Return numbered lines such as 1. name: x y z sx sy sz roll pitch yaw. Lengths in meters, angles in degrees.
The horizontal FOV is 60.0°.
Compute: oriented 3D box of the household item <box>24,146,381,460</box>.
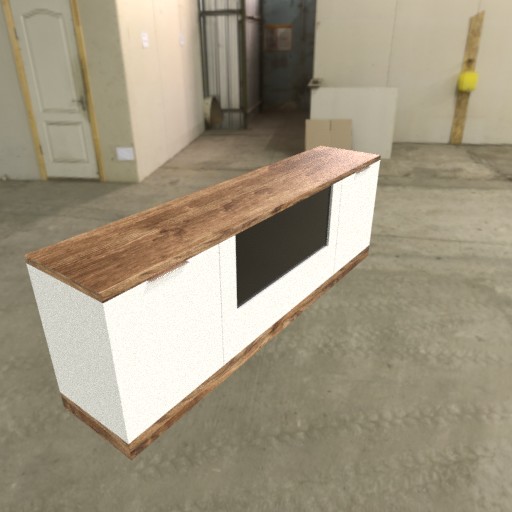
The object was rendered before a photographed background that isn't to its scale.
1. household item: 0.000 0.000 2.004 0.390 0.615 1.800 18 32 32
